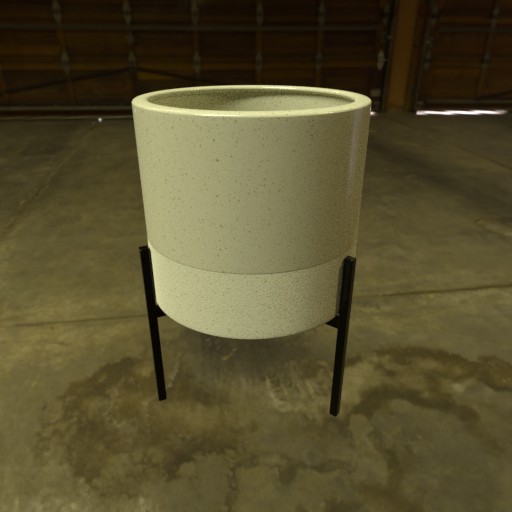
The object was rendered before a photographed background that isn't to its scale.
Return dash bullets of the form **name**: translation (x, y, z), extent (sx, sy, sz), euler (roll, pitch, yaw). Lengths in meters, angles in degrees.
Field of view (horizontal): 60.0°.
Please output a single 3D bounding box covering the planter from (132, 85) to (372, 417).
- **planter**: translation (0.000, 0.000, 0.337), extent (0.159, 0.230, 0.152), euler (18, 31, 32)
